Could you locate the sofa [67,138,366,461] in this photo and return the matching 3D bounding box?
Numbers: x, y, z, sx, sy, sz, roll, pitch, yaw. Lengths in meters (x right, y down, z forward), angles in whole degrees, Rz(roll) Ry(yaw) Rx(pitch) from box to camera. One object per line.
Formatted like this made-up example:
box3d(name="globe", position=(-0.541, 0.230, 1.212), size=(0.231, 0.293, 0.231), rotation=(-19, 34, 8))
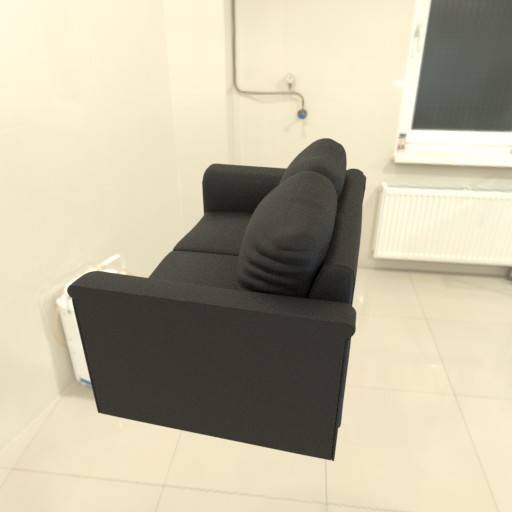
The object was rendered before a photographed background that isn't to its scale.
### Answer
box3d(name="sofa", position=(0.000, 0.000, 1.962), size=(0.887, 0.845, 1.386), rotation=(6, 28, 12))
